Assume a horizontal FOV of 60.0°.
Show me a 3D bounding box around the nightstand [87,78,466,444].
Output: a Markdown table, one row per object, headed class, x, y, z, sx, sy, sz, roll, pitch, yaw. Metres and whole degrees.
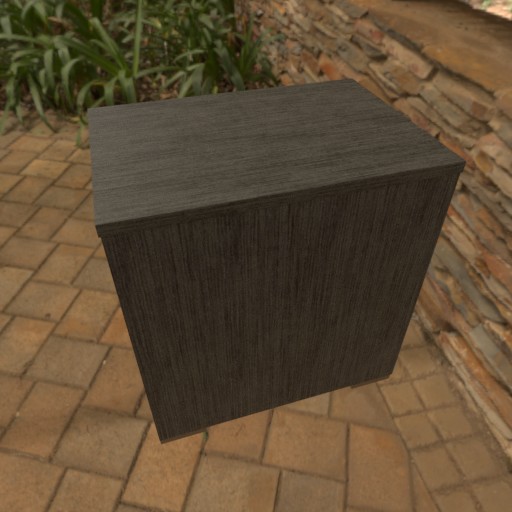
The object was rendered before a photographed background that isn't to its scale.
| class | x | y | z | sx | sy | sz | roll | pitch | yaw |
| --- | --- | --- | --- | --- | --- | --- | --- | --- | --- |
| nightstand | 0.000 | 0.000 | 0.763 | 0.441 | 0.460 | 0.325 | -12 | 42 | -13 |
